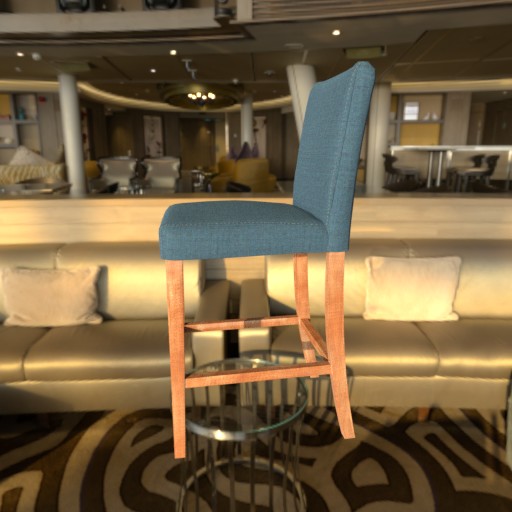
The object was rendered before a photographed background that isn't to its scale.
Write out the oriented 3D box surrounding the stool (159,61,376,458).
[{"bbox_3d":[0.000,0.000,1.397,0.574,1.088,0.454,-2,14,-9],"label":"stool"}]
